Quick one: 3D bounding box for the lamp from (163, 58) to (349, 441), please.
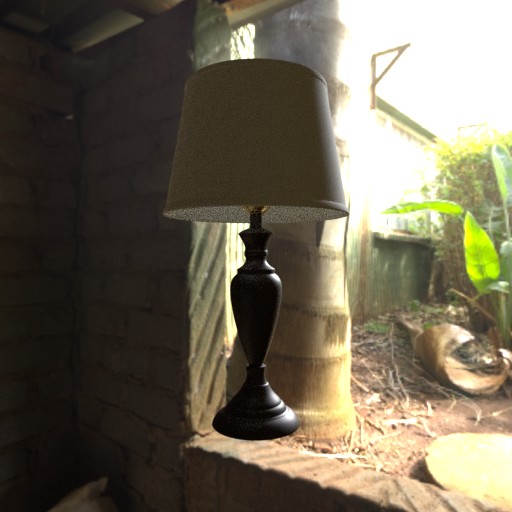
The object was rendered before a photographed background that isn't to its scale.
[{"bbox_3d":[0.000,0.000,0.811,0.335,0.611,0.335,0,0,0],"label":"lamp"}]
